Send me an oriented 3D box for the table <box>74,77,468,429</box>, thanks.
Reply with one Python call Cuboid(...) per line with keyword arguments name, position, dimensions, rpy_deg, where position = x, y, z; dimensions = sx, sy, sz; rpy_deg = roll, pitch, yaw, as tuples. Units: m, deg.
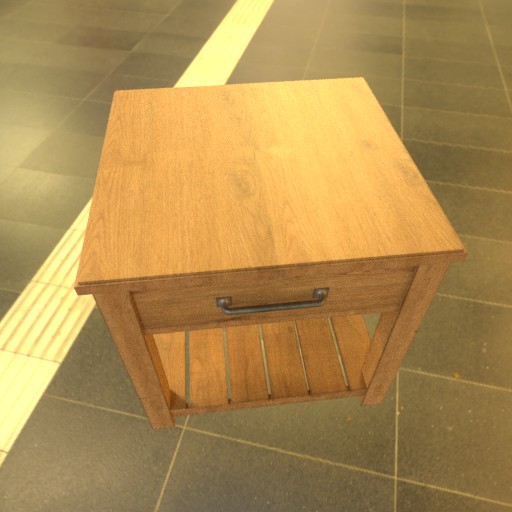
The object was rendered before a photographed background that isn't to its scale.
Cuboid(name="table", position=(0.000, 0.000, 1.100), dimensions=(0.616, 0.593, 0.612), rpy_deg=(-5, 48, -4))
